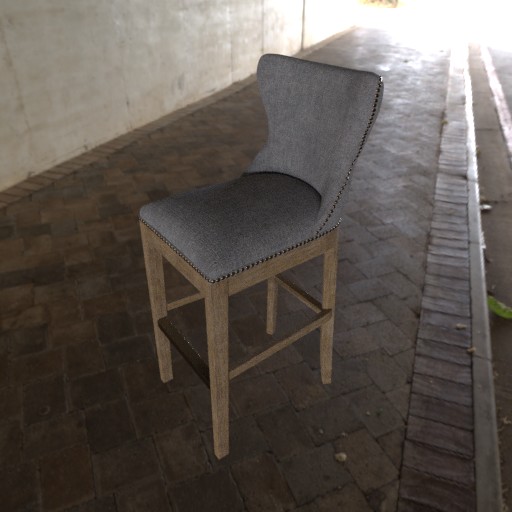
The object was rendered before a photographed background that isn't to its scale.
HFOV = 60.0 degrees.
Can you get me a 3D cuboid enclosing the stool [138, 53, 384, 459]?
[{"bbox_3d":[0.000,0.000,1.431,0.606,1.123,0.494,-21,38,-30],"label":"stool"}]
